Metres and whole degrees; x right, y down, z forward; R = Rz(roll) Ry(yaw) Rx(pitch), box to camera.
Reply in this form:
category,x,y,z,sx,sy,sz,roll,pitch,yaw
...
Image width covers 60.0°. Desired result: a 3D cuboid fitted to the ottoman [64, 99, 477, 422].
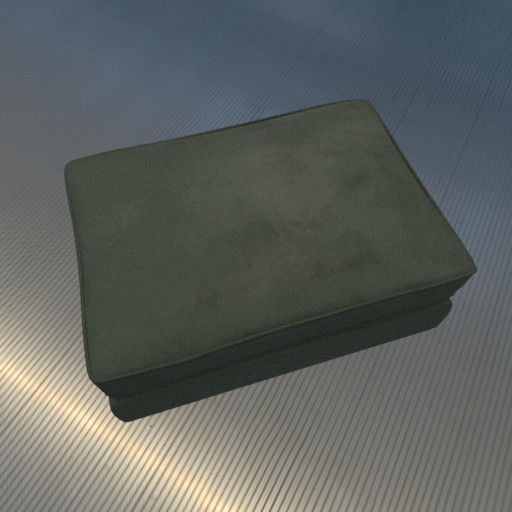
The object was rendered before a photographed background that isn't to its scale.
category,x,y,z,sx,sy,sz,roll,pitch,yaw
ottoman,0.000,0.000,1.216,0.864,0.495,0.632,-15,60,-9
